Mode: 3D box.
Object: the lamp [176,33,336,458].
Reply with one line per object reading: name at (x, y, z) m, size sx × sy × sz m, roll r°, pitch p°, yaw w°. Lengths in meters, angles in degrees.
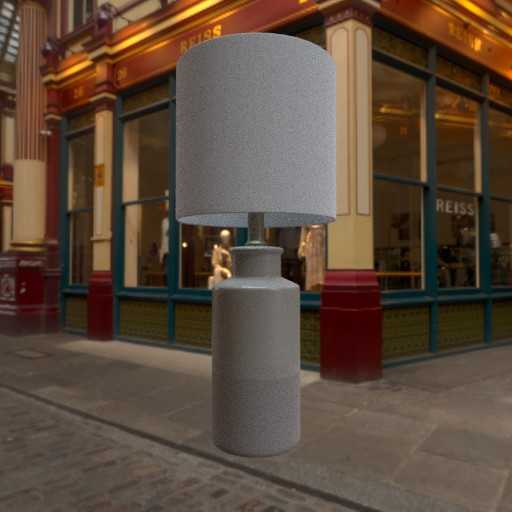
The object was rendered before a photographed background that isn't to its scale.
lamp at (0.000, 0.000, 0.594) m, size 0.212 × 0.493 × 0.212 m, roll -1°, pitch -1°, yaw 36°
